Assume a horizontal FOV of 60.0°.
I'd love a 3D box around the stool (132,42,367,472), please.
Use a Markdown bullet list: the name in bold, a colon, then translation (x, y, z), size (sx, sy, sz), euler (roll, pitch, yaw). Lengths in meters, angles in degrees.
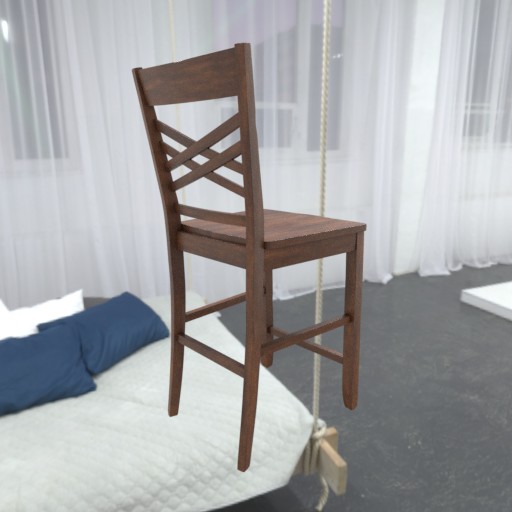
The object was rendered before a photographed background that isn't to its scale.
- **stool**: translation (0.000, 0.000, 1.366), size (0.539, 1.079, 0.462), euler (-13, 19, -42)
